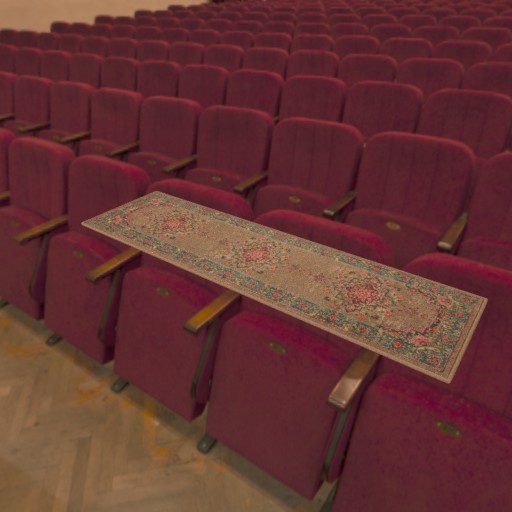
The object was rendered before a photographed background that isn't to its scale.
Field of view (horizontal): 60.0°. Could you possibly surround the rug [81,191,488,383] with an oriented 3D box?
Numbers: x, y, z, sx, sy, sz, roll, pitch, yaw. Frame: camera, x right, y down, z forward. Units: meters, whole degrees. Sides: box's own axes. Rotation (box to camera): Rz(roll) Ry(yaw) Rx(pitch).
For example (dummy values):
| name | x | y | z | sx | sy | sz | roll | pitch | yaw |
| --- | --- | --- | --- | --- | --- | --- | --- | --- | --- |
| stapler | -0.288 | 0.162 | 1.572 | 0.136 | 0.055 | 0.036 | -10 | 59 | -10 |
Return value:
| name | x | y | z | sx | sy | sz | roll | pitch | yaw |
| --- | --- | --- | --- | --- | --- | --- | --- | --- | --- |
| rug | 0.000 | 0.000 | 2.489 | 2.297 | 0.019 | 0.659 | 20 | 36 | 30 |
